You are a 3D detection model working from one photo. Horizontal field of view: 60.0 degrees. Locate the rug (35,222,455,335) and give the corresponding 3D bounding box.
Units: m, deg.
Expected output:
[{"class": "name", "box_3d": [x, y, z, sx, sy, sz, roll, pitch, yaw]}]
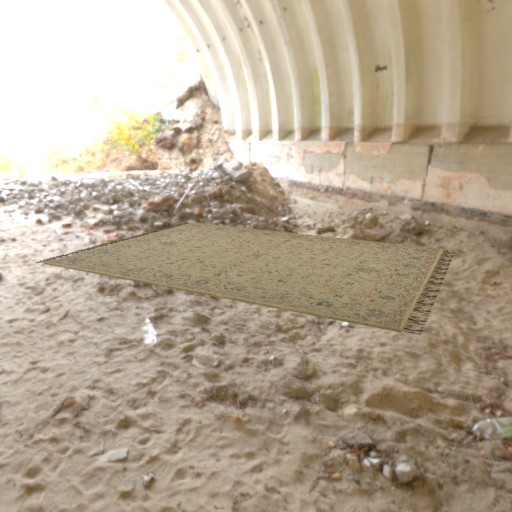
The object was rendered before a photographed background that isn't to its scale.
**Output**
[{"class": "rug", "box_3d": [0.000, 0.000, 2.290, 1.802, 0.008, 1.247, 8, 17, 27]}]
